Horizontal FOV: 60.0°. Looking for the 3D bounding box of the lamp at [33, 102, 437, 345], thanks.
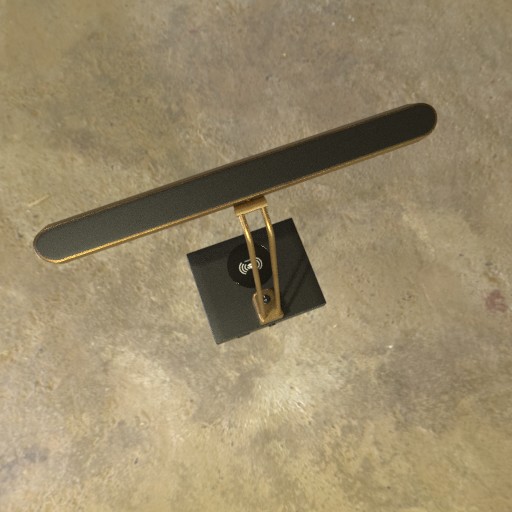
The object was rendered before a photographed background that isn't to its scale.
[{"bbox_3d":[0.000,0.000,0.571,0.412,0.345,0.156,-19,76,-5],"label":"lamp"}]
